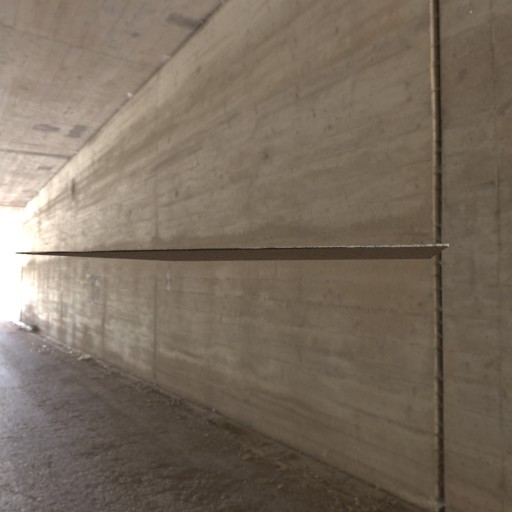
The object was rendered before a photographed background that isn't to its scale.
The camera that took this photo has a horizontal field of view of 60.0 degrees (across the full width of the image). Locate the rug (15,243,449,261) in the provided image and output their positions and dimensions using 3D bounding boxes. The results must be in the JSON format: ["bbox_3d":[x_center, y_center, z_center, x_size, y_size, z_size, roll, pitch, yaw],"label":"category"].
[{"bbox_3d":[0.000,0.000,4.035,3.049,0.015,2.457,-1,-2,19],"label":"rug"}]
